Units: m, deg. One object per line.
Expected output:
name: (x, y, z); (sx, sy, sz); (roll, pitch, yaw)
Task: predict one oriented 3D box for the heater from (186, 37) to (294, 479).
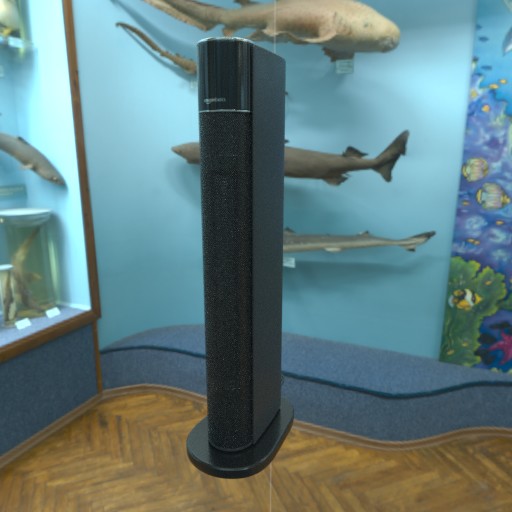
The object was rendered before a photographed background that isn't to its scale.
heater: (0.000, 0.000, 1.026); (0.214, 0.856, 0.458); (7, 16, 26)
